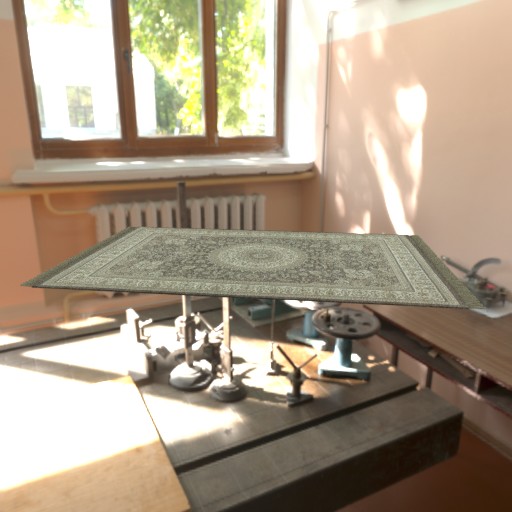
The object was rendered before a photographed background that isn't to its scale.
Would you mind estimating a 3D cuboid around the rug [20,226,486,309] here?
[{"bbox_3d":[0.000,0.000,4.220,3.422,0.015,2.143,2,16,7],"label":"rug"}]
